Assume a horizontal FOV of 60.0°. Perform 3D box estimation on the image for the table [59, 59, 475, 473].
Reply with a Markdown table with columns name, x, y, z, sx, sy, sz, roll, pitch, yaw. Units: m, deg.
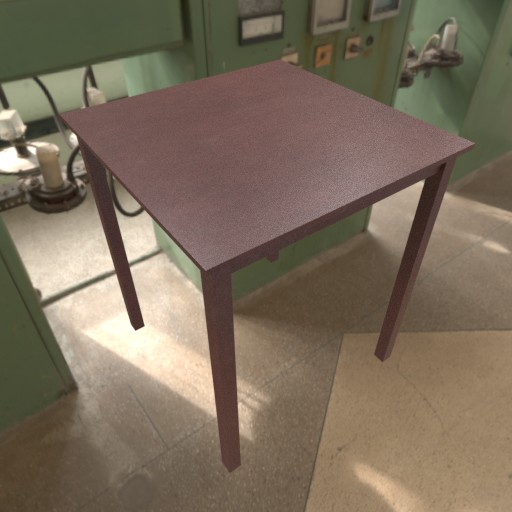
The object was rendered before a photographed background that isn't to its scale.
| name | x | y | z | sx | sy | sz | roll | pitch | yaw |
| --- | --- | --- | --- | --- | --- | --- | --- | --- | --- |
| table | 0.000 | 0.000 | 1.613 | 0.861 | 0.991 | 0.861 | -26 | 48 | -26 |
